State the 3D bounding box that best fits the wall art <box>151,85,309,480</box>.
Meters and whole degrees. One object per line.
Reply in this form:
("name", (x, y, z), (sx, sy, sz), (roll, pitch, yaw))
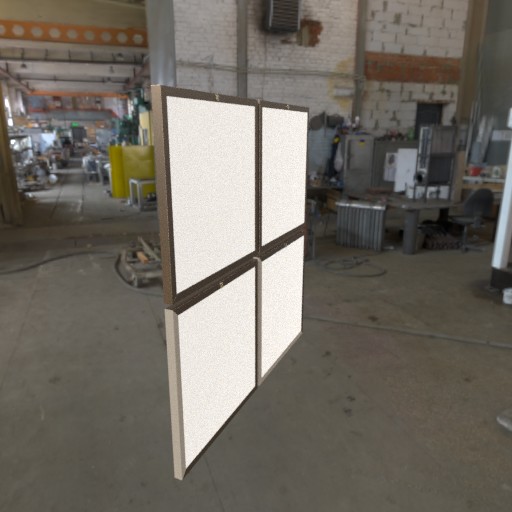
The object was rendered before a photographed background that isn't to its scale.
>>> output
("wall art", (0.000, 0.000, 1.549), (0.030, 1.032, 1.032), (7, 17, 24))
